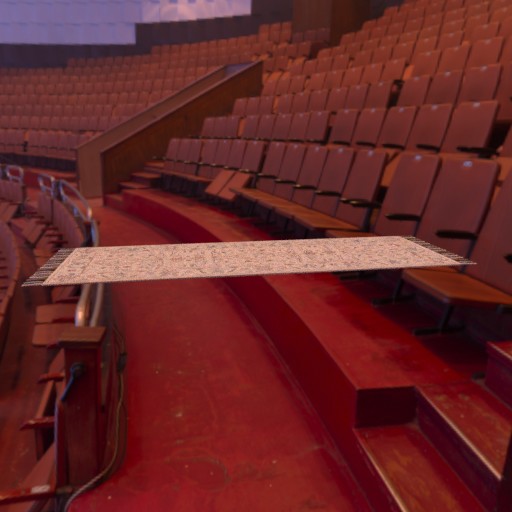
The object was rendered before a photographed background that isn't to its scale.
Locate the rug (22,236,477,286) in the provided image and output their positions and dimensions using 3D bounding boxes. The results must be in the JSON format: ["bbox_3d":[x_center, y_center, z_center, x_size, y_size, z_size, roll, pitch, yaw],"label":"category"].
[{"bbox_3d":[0.000,0.000,2.703,2.440,0.013,0.769,-2,15,-9],"label":"rug"}]
